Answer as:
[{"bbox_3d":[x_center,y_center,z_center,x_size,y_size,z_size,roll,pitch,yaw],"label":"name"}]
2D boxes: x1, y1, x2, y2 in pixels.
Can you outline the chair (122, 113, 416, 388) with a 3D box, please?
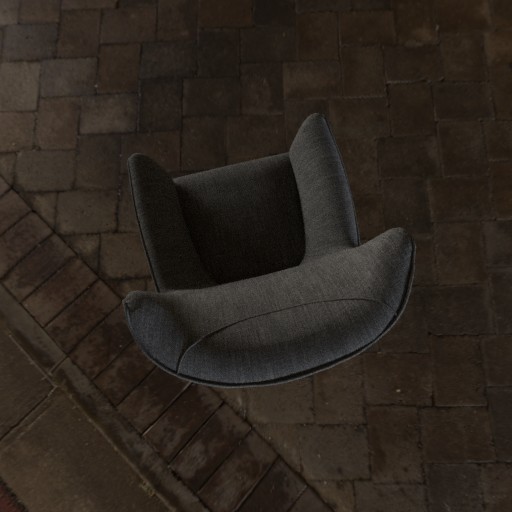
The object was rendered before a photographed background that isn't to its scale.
[{"bbox_3d":[0.000,0.000,1.628,0.781,0.933,0.888,-14,76,-4],"label":"chair"}]
